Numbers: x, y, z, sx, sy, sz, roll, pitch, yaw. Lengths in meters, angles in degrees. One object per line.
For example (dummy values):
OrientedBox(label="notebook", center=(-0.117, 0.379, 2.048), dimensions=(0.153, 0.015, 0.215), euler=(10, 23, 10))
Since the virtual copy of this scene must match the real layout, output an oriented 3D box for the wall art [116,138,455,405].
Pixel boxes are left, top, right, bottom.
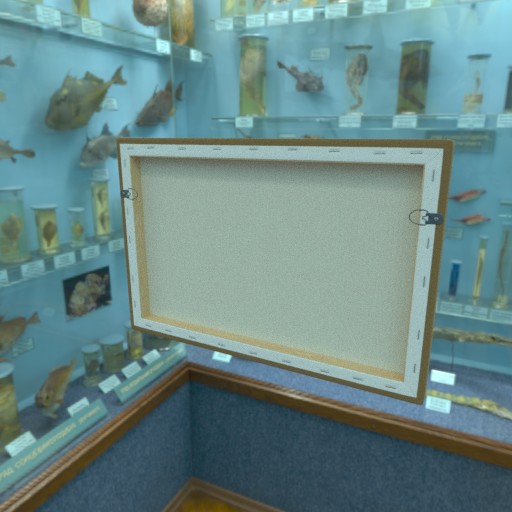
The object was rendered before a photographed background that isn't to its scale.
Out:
OrientedBox(label="wall art", center=(0.000, 0.000, 0.495), dimensions=(0.380, 0.254, 0.019), euler=(8, 17, 27))
